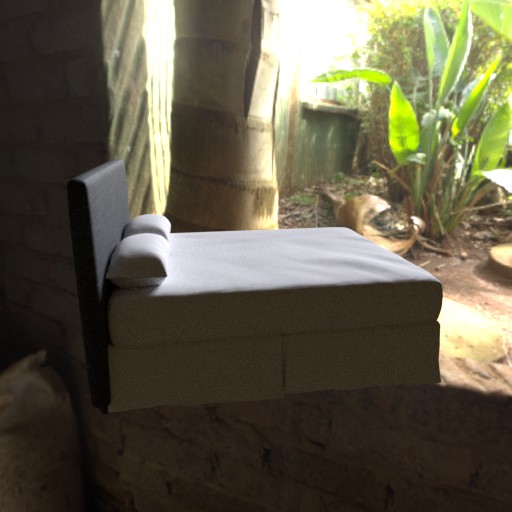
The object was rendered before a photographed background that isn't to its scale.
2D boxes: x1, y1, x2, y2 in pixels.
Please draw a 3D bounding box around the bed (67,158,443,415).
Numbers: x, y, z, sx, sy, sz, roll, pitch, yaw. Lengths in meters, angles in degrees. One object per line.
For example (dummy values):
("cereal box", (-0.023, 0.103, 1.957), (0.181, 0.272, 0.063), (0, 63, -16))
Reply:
("bed", (0.000, 0.000, 3.227), (2.142, 1.330, 1.723), (-3, 16, -10))
